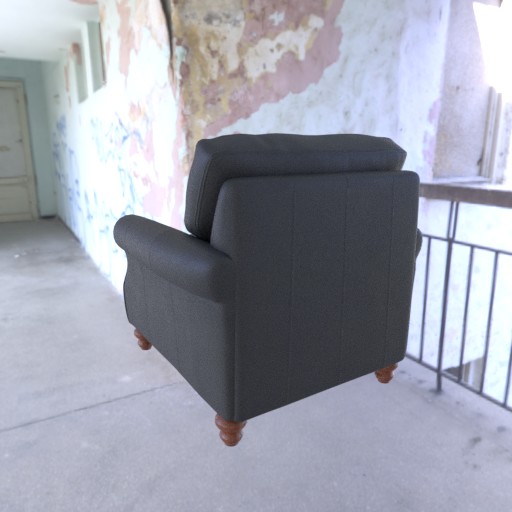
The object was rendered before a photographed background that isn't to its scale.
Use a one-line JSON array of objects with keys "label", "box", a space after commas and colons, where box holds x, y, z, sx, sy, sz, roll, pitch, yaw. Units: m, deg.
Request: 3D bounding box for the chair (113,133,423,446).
[{"label": "chair", "box": [0.000, 0.000, 1.815, 1.015, 0.960, 1.027, -7, 16, -27]}]
